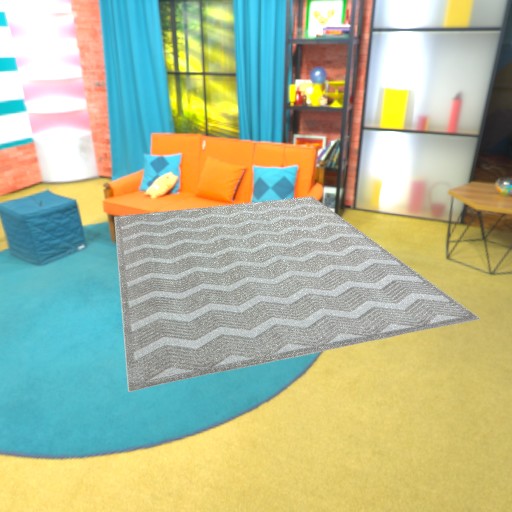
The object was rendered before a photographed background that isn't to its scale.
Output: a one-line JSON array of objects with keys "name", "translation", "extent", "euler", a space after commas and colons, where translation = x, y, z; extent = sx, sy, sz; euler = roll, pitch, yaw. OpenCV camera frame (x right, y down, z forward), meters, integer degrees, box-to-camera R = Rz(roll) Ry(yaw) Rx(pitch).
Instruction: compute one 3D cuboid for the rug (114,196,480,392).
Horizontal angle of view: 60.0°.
[{"name": "rug", "translation": [0.000, 0.000, 4.013], "extent": [2.391, 0.005, 2.880], "euler": [-8, 27, -16]}]
